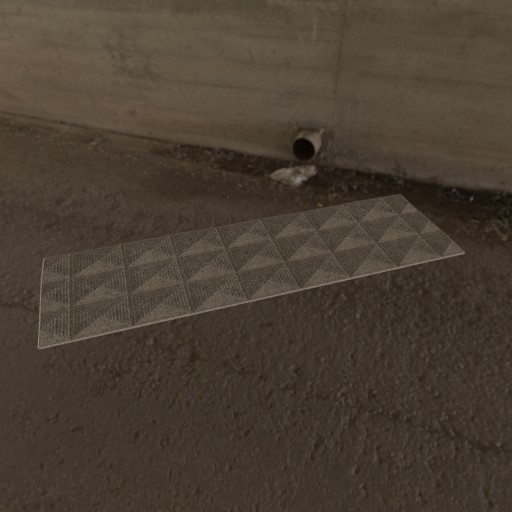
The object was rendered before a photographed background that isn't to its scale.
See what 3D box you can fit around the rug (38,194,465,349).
[{"bbox_3d":[0.000,0.000,2.387,2.182,0.015,0.645,-11,41,-14],"label":"rug"}]
